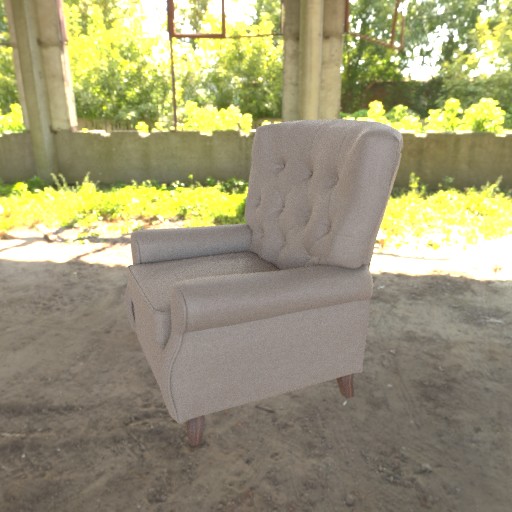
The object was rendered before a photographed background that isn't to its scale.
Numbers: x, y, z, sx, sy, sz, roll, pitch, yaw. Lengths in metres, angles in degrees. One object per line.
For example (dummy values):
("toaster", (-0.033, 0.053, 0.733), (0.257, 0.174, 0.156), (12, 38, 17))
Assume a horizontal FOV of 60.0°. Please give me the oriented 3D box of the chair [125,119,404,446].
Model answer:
("chair", (0.000, 0.000, 1.924), (1.041, 1.138, 0.999), (-8, 19, -23))
